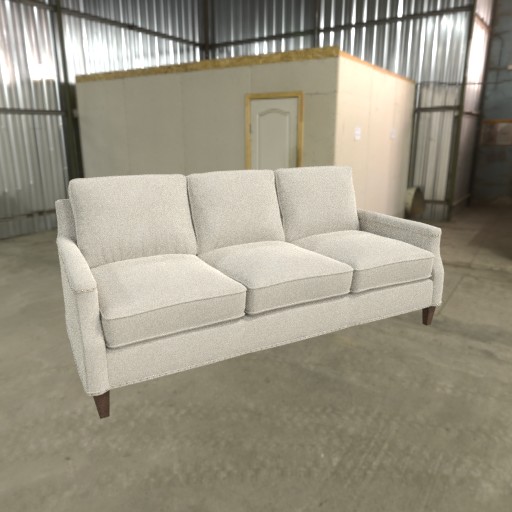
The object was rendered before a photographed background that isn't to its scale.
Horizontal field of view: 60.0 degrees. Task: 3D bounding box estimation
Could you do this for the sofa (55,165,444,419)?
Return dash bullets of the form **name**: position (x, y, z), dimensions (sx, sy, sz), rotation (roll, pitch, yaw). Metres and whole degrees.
- **sofa**: position (0.000, 0.000, 2.778), dimensions (2.246, 1.003, 1.084), rotation (-8, 18, -27)
